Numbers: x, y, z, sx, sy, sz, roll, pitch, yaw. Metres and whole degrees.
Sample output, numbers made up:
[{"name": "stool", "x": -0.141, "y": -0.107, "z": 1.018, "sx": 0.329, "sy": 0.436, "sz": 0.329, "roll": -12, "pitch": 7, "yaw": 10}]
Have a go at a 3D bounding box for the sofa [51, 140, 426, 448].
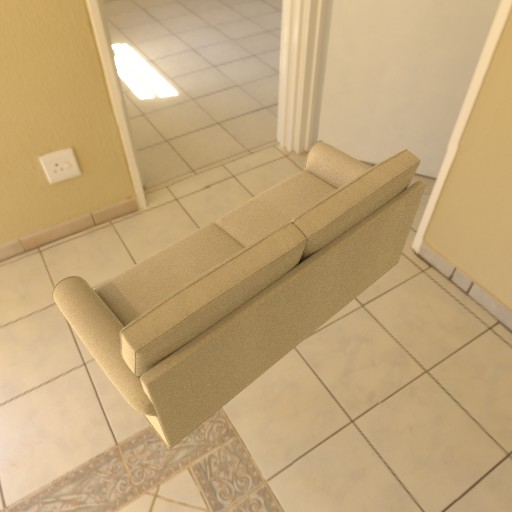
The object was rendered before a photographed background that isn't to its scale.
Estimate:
[{"name": "sofa", "x": 0.000, "y": 0.000, "z": 2.690, "sx": 2.146, "sy": 0.962, "sz": 0.901, "roll": -33, "pitch": 55, "yaw": -27}]
